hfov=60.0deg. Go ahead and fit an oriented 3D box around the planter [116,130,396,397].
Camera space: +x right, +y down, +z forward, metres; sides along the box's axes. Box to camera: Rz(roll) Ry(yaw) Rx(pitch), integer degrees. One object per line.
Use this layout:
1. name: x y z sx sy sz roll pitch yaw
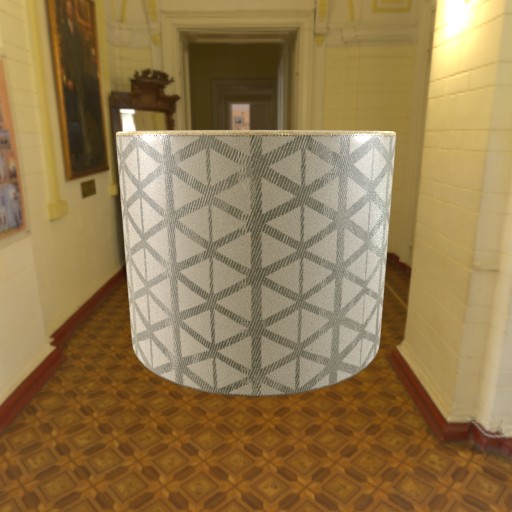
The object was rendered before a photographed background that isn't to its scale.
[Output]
1. planter: 0.000 0.000 0.444 0.250 0.239 0.250 0 15 0
